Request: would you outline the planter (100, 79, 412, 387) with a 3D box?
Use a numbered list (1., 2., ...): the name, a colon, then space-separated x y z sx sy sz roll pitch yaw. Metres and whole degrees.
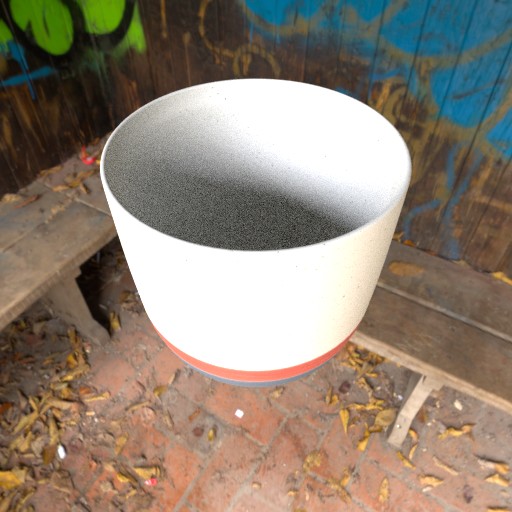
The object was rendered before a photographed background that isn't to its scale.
1. planter: 0.000 0.000 0.374 0.204 0.214 0.204 0 46 0
